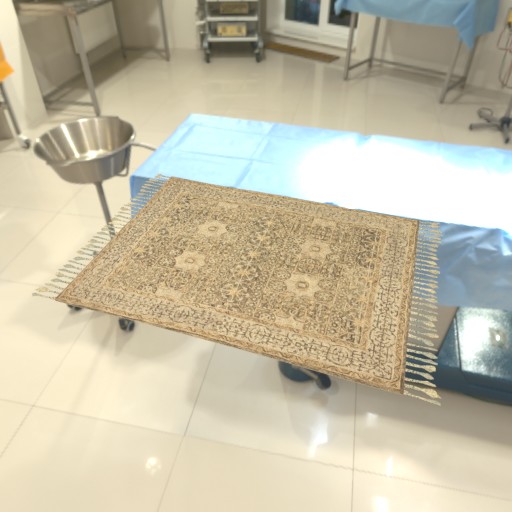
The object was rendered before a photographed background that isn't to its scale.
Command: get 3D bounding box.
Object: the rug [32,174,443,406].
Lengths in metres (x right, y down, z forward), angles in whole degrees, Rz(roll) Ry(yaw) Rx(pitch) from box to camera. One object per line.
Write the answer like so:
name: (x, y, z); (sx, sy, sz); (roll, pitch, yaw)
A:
rug: (0.000, 0.000, 3.066); (2.465, 0.023, 1.619); (12, 42, 14)
